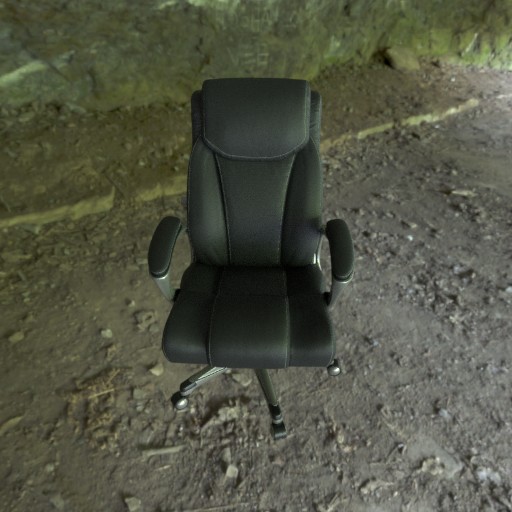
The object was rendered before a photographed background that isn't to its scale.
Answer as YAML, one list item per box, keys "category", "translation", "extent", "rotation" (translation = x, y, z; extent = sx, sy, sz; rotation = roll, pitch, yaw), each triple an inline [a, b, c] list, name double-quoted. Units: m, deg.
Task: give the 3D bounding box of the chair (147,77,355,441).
- category: "chair"
  translation: [0.000, 0.000, 1.668]
  extent: [0.741, 1.167, 0.784]
  rotation: [1, 31, 2]
